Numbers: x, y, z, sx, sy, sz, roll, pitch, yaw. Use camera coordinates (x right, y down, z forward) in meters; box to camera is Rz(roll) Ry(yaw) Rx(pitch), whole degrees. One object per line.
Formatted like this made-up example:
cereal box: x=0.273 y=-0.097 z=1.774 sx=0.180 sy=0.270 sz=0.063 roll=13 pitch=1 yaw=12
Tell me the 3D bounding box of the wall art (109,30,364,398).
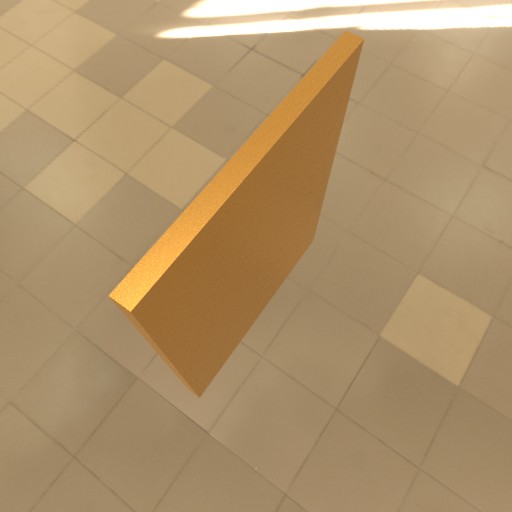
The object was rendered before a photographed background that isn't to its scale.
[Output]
wall art: x=0.000 y=0.000 z=1.016 sx=0.038 sy=0.762 sz=0.610 roll=32 pitch=69 yaw=14
